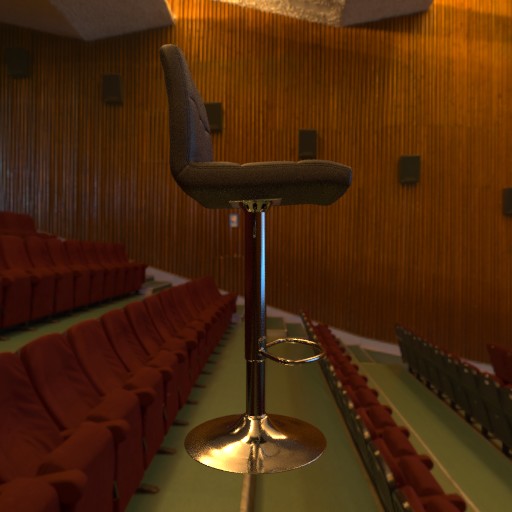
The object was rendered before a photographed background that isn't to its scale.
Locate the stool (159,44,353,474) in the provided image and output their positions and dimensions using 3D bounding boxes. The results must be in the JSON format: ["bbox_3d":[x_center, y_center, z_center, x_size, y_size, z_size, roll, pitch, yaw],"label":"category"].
[{"bbox_3d":[0.000,0.000,1.333,0.505,1.115,0.430,0,0,1],"label":"stool"}]
